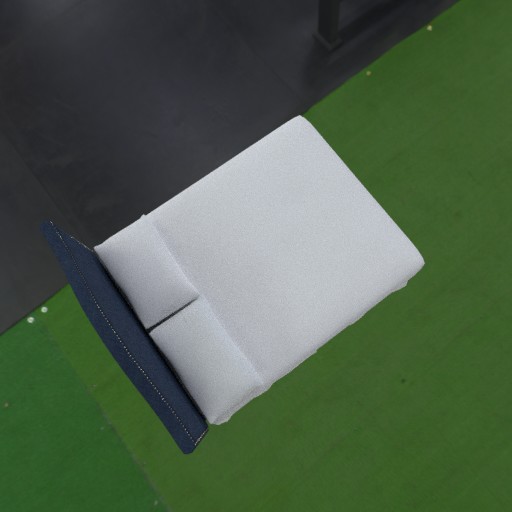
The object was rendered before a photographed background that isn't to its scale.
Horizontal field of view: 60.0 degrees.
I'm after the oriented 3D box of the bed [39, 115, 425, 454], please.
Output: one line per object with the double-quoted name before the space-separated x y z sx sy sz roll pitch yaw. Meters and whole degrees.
"bed" 0.000 0.000 3.274 2.153 1.518 1.725 -35 79 -8
